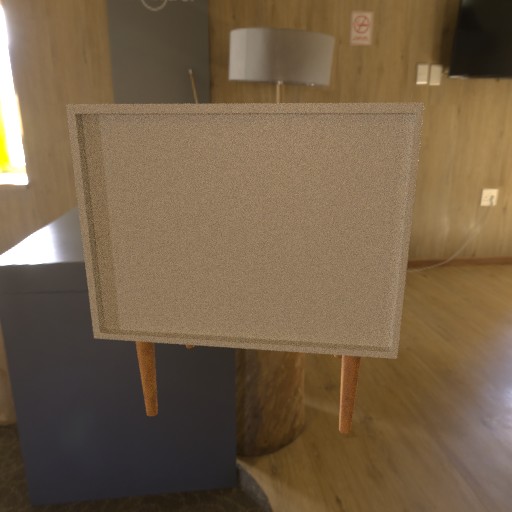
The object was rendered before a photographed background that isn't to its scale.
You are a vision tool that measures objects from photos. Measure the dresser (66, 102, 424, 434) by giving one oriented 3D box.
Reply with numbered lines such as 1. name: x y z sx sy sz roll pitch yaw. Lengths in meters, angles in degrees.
1. dresser: 0.000 0.000 0.893 0.503 0.568 0.414 2 17 7
